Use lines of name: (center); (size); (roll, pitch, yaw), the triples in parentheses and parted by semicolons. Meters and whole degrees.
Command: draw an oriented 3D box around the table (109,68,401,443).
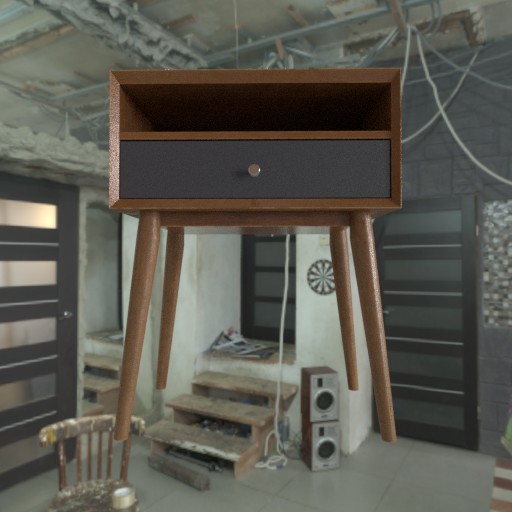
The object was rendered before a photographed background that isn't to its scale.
table: (0.000, 0.000, 0.834); (0.454, 0.580, 0.307); (0, -1, 1)
